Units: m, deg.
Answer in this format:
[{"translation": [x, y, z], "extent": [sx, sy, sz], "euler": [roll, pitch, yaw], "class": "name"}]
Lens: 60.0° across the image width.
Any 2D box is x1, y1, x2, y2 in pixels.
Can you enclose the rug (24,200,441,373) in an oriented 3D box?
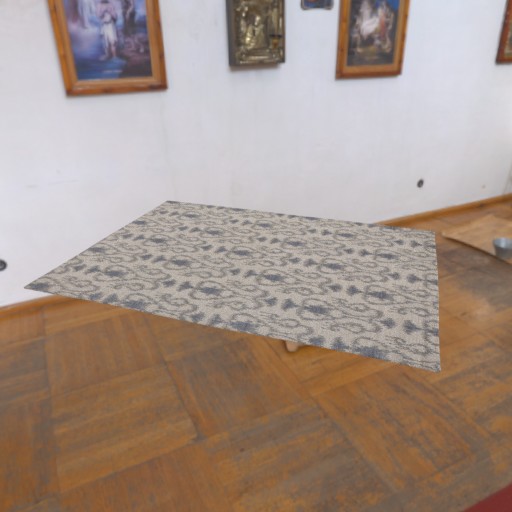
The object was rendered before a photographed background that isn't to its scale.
[{"translation": [0.000, 0.000, 2.934], "extent": [2.261, 0.013, 1.676], "euler": [8, 27, 17], "class": "rug"}]
